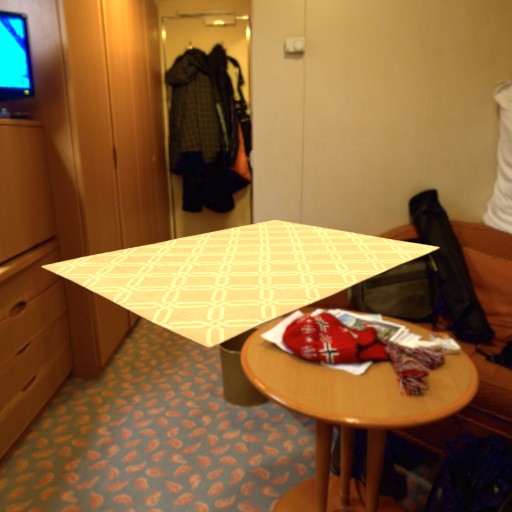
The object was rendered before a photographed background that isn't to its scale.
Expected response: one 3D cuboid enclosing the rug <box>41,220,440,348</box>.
[{"bbox_3d":[0.000,0.000,4.538,2.452,0.020,3.365,14,20,42],"label":"rug"}]
